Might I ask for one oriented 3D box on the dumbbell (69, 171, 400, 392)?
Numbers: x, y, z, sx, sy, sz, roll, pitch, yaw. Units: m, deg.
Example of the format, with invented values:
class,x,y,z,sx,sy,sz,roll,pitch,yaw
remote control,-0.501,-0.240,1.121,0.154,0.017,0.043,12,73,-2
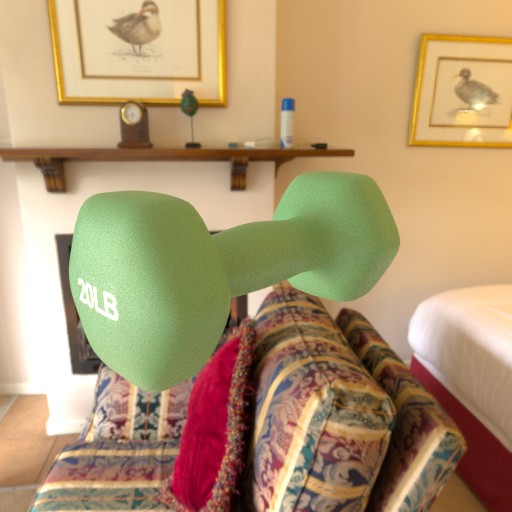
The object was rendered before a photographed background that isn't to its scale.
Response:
class,x,y,z,sx,sy,sz,roll,pitch,yaw
dumbbell,0.000,0.000,0.337,0.126,0.114,0.257,15,21,43
